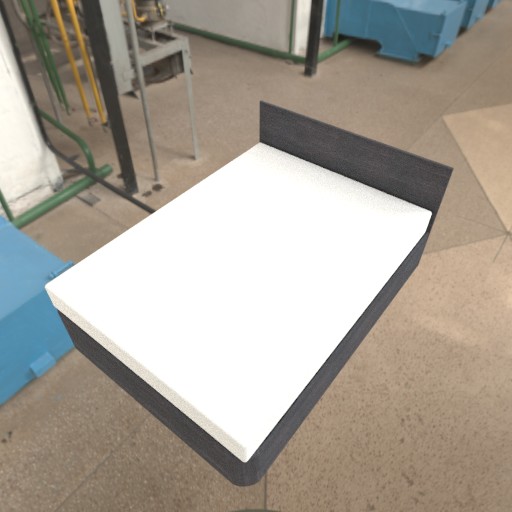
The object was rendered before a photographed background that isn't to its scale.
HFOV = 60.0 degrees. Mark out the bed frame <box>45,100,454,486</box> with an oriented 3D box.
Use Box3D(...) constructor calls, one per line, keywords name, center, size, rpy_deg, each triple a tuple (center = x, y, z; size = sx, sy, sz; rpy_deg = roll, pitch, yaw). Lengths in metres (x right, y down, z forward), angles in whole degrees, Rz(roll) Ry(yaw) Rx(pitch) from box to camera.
Box3D(name="bed frame", center=(0.000, 0.000, 2.602), size=(1.400, 0.800, 1.900), rpy_deg=(29, 51, 26))
